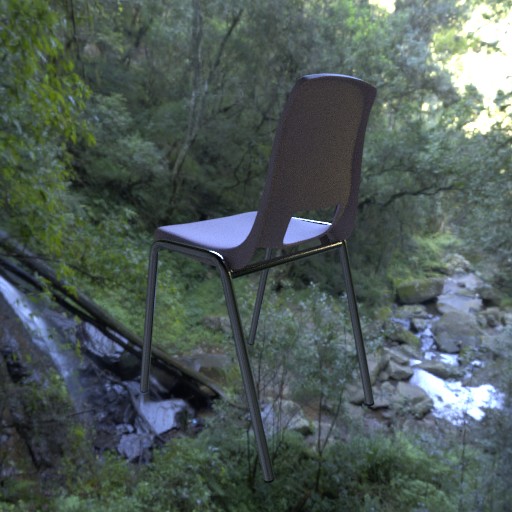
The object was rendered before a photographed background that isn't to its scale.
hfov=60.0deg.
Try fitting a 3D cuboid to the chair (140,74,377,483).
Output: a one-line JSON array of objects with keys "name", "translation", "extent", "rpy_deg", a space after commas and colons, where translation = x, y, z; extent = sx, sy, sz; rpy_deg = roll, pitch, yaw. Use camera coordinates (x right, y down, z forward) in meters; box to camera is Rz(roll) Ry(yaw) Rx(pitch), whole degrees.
[{"name": "chair", "translation": [0.000, 0.000, 0.970], "extent": [0.381, 0.704, 0.436], "rpy_deg": [-15, 21, -42]}]
